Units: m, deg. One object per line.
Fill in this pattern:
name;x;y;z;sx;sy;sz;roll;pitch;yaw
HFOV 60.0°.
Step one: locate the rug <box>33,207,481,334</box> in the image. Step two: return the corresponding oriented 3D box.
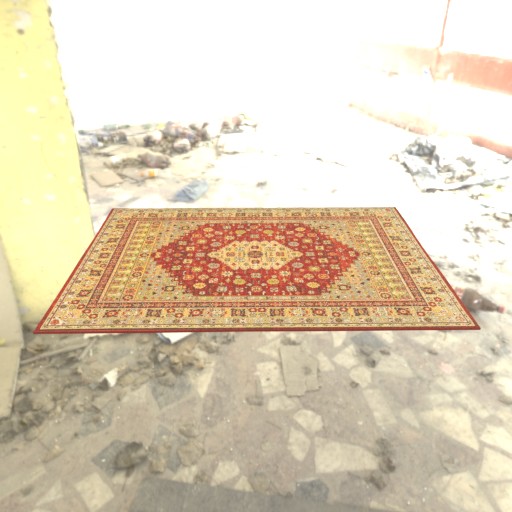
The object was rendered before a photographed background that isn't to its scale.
rug;0.000;0.000;2.296;1.802;0.013;1.194;0;30;-1
